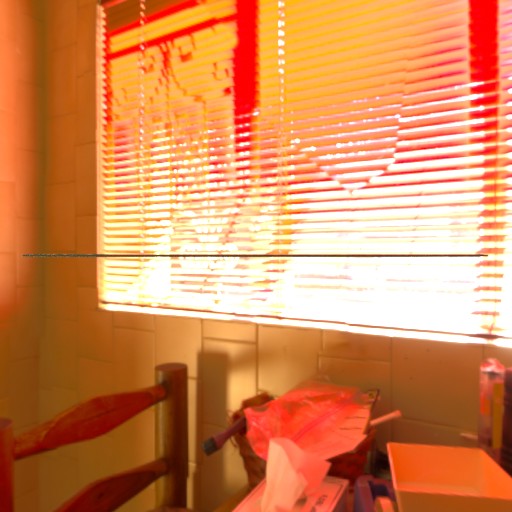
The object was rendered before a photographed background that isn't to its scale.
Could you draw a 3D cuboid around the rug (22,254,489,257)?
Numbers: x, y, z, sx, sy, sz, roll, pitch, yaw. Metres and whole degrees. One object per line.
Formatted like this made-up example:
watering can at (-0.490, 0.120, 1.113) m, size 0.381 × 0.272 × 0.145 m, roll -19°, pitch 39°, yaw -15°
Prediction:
rug at (0.000, 0.000, 1.456) m, size 1.219 × 0.007 × 0.604 m, roll 0°, pitch 0°, yaw 0°
